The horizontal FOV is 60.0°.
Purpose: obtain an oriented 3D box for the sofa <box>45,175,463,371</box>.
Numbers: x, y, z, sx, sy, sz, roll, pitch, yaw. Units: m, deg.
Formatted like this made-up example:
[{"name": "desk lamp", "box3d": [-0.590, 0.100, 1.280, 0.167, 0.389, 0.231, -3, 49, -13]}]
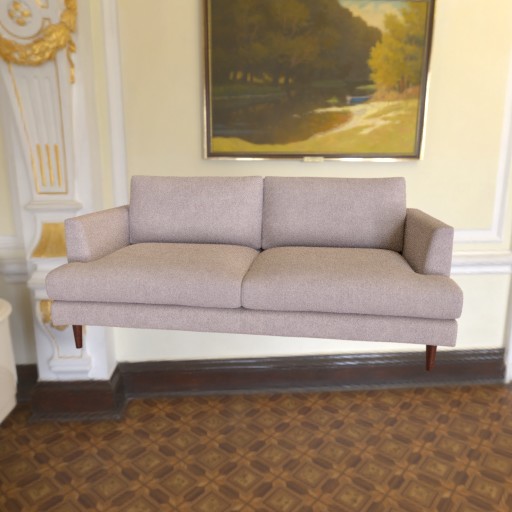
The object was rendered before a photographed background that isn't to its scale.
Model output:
[{"name": "sofa", "box3d": [0.000, 0.000, 2.500, 1.948, 0.868, 1.020, 2, 13, 8]}]
